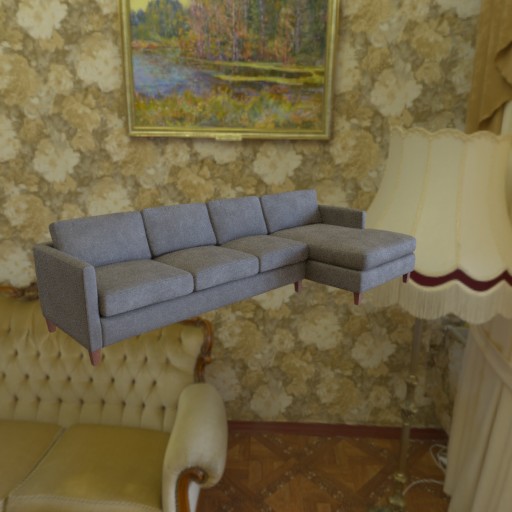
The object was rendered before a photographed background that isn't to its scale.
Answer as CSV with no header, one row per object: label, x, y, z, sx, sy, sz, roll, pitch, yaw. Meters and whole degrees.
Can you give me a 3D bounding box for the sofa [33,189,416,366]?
sofa,0.000,0.000,4.199,3.471,0.950,1.604,-14,20,-43
